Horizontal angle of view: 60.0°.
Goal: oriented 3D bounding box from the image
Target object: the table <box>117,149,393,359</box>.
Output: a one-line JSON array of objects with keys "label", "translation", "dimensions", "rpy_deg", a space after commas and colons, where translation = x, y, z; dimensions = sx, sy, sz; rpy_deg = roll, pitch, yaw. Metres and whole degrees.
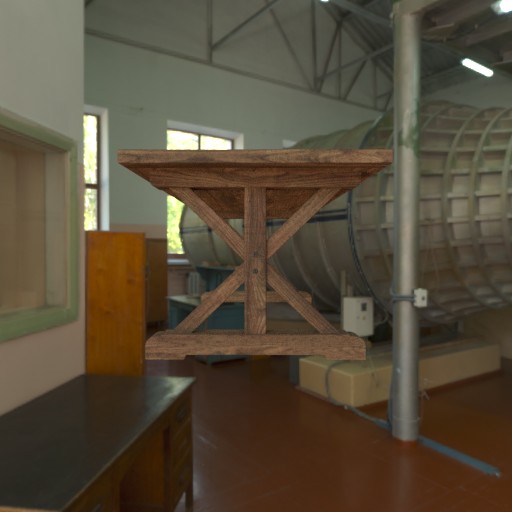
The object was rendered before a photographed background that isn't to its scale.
[{"label": "table", "translation": [0.000, 0.000, 2.478], "dimensions": [0.907, 0.733, 2.031], "rpy_deg": [0, 1, 0]}]
